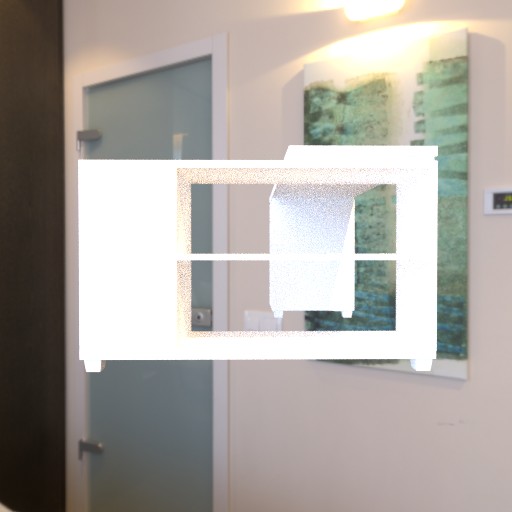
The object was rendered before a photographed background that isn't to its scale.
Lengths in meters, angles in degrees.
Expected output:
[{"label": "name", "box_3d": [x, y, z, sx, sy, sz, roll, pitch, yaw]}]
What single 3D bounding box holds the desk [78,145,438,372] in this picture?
[{"label": "desk", "box_3d": [0.000, 0.000, 2.246, 1.199, 0.759, 1.524, 0, 1, -1]}]
